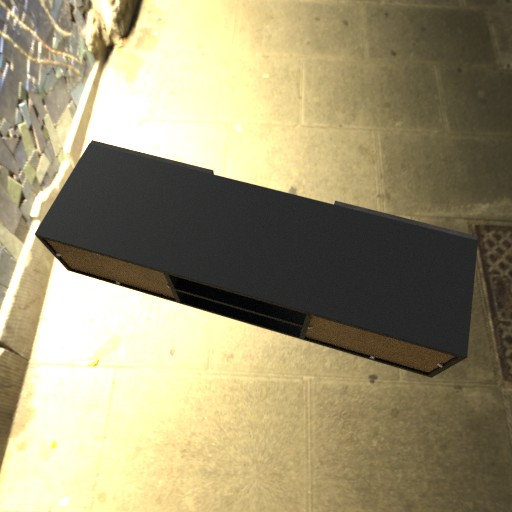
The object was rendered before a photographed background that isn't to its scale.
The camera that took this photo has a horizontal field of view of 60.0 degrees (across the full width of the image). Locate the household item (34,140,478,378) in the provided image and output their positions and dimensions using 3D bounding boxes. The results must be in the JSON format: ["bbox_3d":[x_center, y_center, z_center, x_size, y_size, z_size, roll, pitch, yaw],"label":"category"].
[{"bbox_3d":[0.000,0.000,1.596,1.400,0.310,0.420,15,64,7],"label":"household item"}]
